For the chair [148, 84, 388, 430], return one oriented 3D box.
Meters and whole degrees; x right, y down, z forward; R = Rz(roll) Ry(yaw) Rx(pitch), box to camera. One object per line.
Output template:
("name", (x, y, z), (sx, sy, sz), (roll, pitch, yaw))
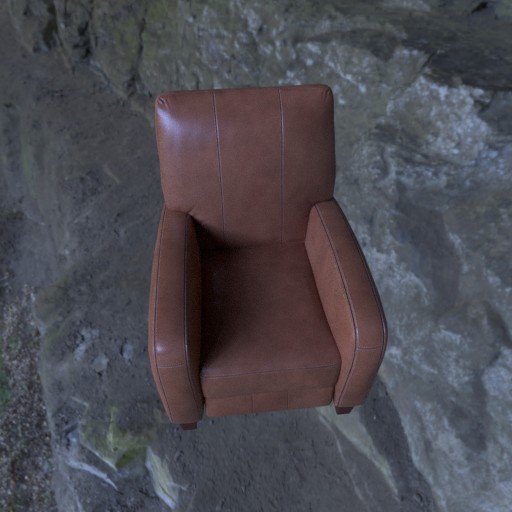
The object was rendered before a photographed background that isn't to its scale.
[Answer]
("chair", (0.000, 0.000, 1.688), (0.762, 0.990, 0.990), (-4, 45, -4))
